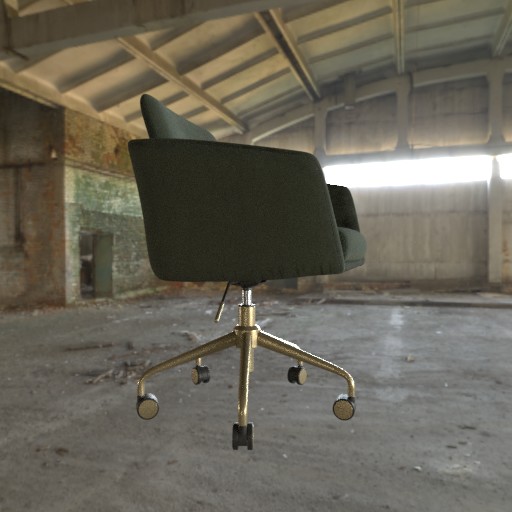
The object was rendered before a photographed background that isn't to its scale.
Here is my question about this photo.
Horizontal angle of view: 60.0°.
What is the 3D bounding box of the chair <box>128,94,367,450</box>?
[{"bbox_3d":[0.000,0.000,1.326,0.635,0.908,0.641,0,0,19],"label":"chair"}]
